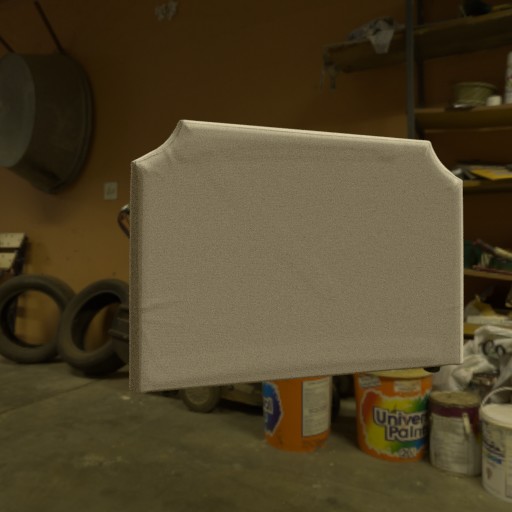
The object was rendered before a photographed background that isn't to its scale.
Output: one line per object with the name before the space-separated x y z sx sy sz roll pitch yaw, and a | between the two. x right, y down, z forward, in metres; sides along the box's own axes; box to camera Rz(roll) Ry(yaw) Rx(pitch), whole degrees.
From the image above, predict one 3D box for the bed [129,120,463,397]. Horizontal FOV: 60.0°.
bed | 0.000 0.000 3.267 1.828 1.297 2.164 0 1 -17
